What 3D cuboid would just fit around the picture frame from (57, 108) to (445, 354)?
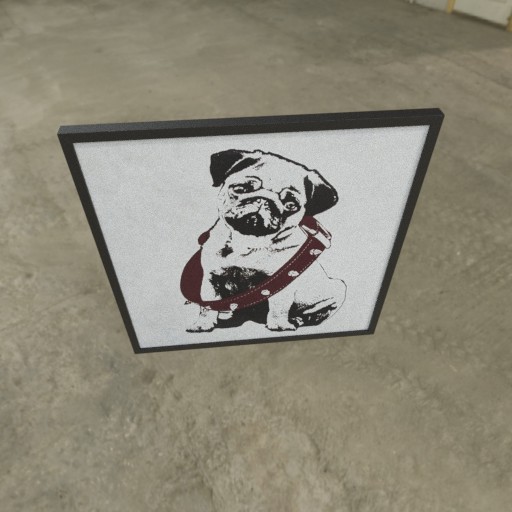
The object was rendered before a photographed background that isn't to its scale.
[{"bbox_3d":[0.000,0.000,1.166,0.775,0.775,0.032,-4,45,-4],"label":"picture frame"}]
